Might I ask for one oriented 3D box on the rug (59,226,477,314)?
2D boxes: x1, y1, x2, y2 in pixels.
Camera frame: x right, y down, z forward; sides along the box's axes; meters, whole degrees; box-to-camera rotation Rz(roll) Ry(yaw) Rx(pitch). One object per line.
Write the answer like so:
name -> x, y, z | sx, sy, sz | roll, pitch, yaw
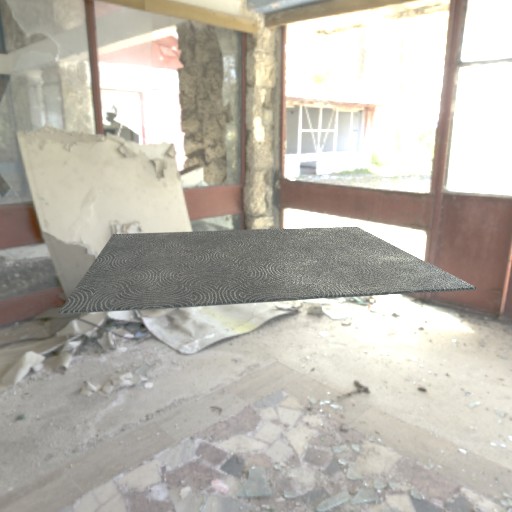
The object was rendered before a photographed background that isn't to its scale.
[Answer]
rug -> 0.000, 0.000, 4.326 | 3.042, 0.021, 2.456 | -2, 15, -9
